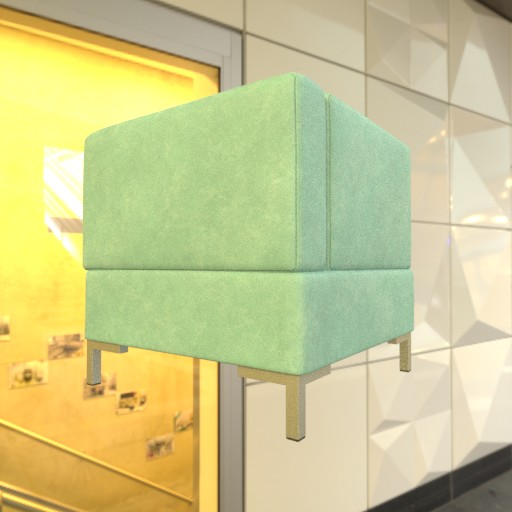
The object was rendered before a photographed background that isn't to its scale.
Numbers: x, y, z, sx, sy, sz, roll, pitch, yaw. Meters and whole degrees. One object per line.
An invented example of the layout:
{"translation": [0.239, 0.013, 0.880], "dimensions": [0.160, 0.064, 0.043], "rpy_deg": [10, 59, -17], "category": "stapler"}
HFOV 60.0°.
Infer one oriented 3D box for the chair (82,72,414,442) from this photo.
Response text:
{"translation": [0.000, 0.000, 1.218], "dimensions": [0.680, 0.660, 0.680], "rpy_deg": [-1, -1, 36], "category": "chair"}
